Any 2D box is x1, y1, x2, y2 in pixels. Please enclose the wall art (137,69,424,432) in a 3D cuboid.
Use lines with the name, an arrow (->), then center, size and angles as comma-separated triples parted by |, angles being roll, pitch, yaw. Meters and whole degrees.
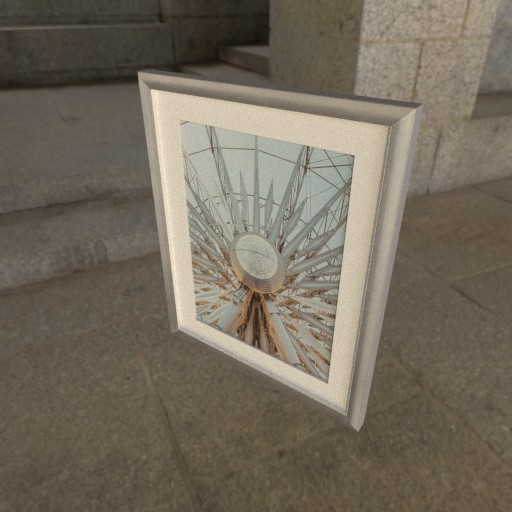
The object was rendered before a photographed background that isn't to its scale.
wall art -> 0.000, 0.000, 0.762 | 0.458, 0.558, 0.029 | 20, 36, 30
